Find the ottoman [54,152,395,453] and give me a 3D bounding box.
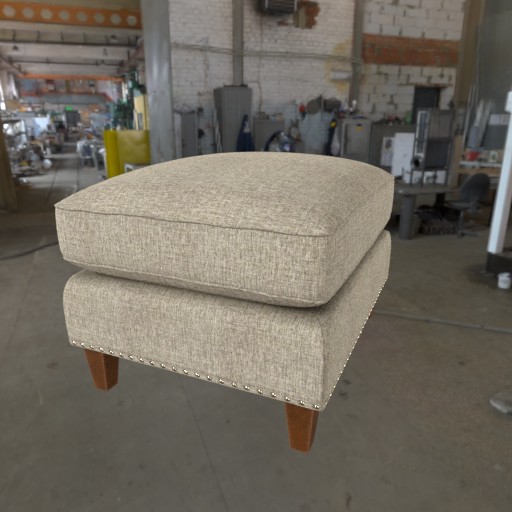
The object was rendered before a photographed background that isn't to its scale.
[{"bbox_3d":[0.000,0.000,1.138,0.584,0.513,0.741,8,19,23],"label":"ottoman"}]
